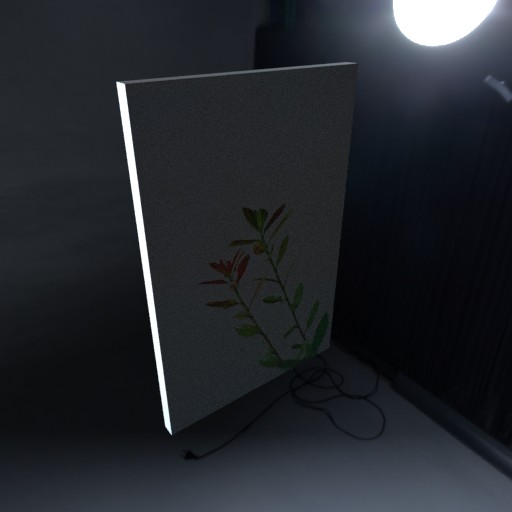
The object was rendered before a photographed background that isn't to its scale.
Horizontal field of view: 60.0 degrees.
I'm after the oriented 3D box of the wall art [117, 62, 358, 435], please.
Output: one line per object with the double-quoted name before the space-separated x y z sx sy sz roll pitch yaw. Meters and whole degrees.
"wall art" 0.000 0.000 1.182 0.612 0.915 0.039 -20 34 -32
